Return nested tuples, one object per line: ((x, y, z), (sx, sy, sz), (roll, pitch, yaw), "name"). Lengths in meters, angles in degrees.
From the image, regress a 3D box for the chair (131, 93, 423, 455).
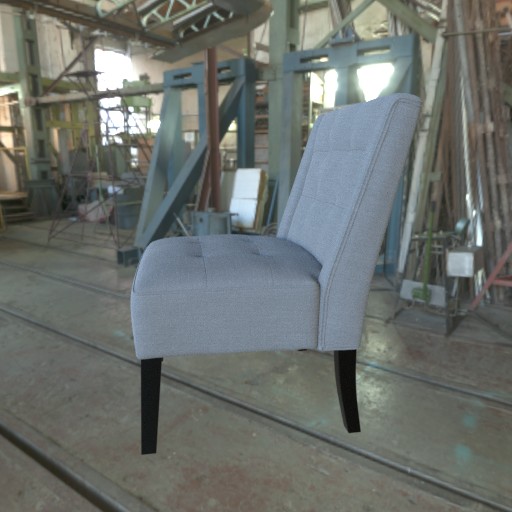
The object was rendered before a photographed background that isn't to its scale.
((0.000, 0.000, 1.291), (0.676, 0.853, 0.569), (-2, 13, -9), "chair")
